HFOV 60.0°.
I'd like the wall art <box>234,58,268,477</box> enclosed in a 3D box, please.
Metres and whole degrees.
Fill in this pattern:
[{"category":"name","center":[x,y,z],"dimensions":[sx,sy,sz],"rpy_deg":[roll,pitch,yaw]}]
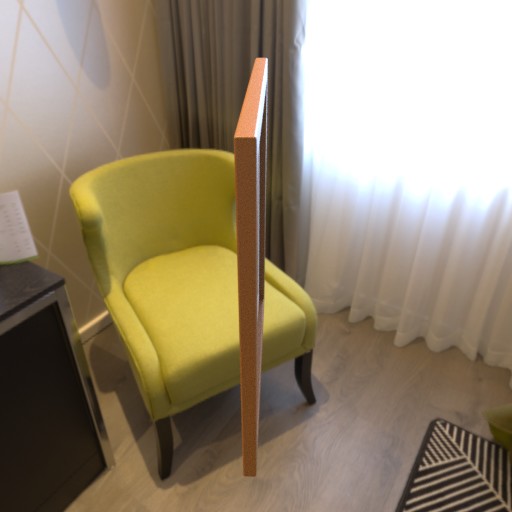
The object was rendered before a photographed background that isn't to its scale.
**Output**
[{"category":"wall art","center":[0.000,0.000,0.515],"dimensions":[0.015,0.379,0.310],"rpy_deg":[1,33,2]}]
